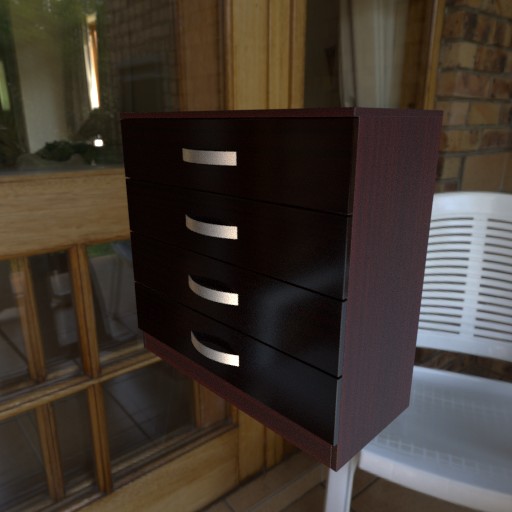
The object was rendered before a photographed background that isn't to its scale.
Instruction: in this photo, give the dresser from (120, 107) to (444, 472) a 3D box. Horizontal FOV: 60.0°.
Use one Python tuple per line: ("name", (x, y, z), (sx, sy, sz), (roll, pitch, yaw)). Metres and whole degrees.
("dresser", (0.000, 0.000, 1.163), (0.360, 0.720, 0.750), (-16, 23, -42))
